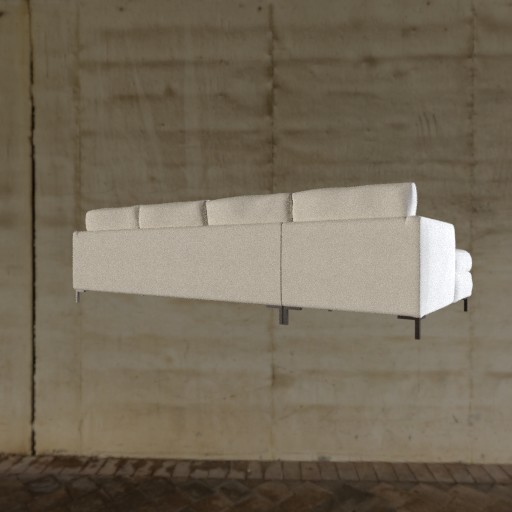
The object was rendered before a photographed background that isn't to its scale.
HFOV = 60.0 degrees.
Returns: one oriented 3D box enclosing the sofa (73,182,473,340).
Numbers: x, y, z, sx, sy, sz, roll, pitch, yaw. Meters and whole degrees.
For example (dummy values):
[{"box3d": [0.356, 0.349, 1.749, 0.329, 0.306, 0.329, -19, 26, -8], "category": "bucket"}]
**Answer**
[{"box3d": [0.000, 0.000, 3.810, 3.186, 0.875, 1.467, 0, 1, 35], "category": "sofa"}]
